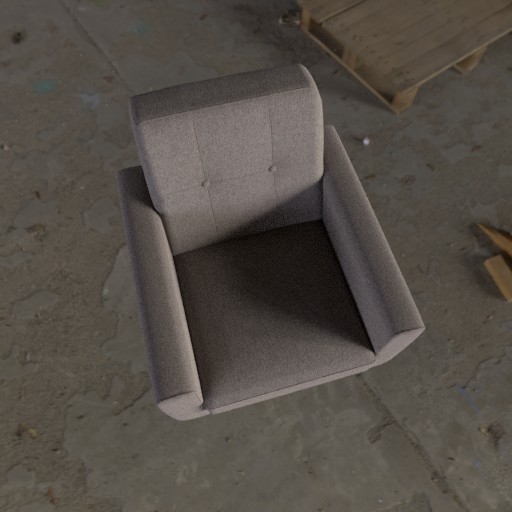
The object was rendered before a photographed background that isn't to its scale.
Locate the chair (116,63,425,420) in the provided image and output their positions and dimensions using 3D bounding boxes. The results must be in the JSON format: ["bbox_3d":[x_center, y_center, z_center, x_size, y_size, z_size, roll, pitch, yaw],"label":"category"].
[{"bbox_3d":[0.000,0.000,1.556,0.831,0.839,0.907,-14,65,-7],"label":"chair"}]
